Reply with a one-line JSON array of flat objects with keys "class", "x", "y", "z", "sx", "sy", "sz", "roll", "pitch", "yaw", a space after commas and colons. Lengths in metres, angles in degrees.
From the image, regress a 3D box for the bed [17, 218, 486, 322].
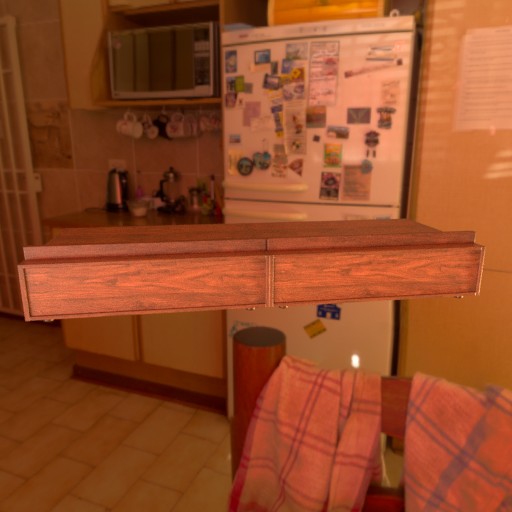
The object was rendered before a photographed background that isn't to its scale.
[{"class": "bed", "x": 0.000, "y": 0.000, "z": 2.332, "sx": 2.057, "sy": 0.326, "sz": 0.787, "roll": -2, "pitch": 15, "yaw": -8}]
